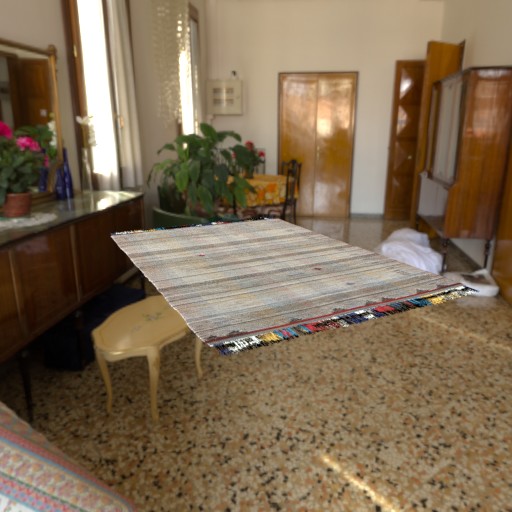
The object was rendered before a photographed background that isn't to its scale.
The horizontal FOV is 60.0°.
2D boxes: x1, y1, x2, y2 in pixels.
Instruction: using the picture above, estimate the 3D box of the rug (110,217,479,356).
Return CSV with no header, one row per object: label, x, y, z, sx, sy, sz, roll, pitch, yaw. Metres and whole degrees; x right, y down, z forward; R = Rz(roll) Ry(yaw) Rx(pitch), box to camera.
rug,0.000,0.000,2.356,1.217,0.012,1.848,-8,18,-26
